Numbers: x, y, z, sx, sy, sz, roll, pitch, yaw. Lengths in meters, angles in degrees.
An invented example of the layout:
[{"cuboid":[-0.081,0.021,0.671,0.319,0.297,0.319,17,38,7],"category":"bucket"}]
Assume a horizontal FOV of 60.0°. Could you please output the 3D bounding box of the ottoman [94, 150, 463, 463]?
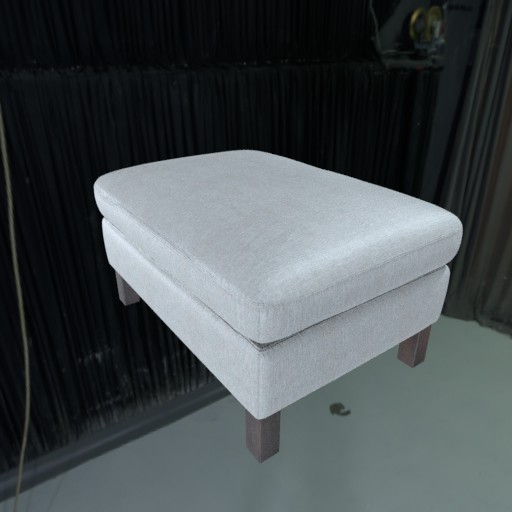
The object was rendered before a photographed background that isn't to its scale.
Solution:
[{"cuboid":[0.000,0.000,1.045,0.528,0.404,0.735,-18,31,-32],"category":"ottoman"}]
